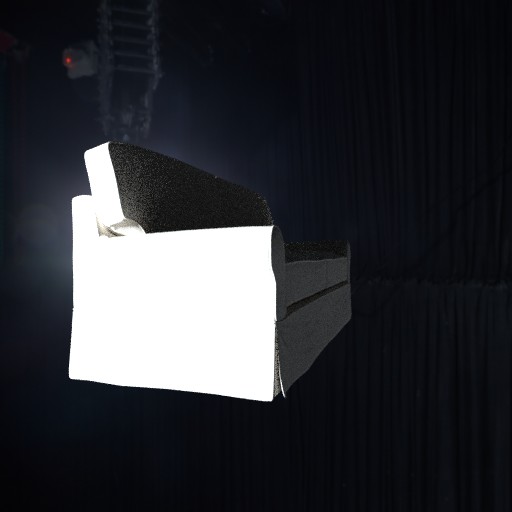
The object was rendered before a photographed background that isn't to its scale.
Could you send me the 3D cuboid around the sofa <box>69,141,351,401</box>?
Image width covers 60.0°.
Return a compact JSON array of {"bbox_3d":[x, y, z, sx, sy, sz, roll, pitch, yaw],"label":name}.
[{"bbox_3d":[0.000,0.000,2.485,0.862,0.937,2.021,0,0,19],"label":"sofa"}]
